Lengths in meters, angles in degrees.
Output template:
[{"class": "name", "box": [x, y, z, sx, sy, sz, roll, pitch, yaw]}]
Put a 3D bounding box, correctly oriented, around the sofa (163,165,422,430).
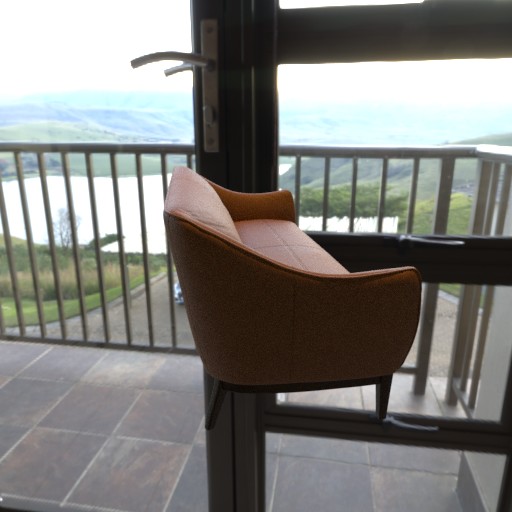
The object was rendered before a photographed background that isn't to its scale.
[{"class": "sofa", "box": [0.000, 0.000, 2.358, 0.869, 0.830, 1.928, -3, 17, -9]}]
